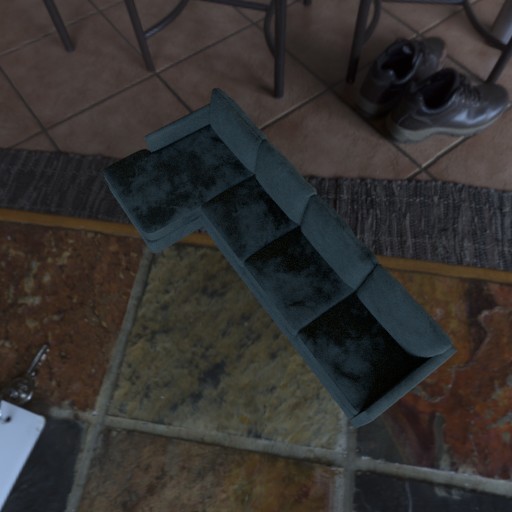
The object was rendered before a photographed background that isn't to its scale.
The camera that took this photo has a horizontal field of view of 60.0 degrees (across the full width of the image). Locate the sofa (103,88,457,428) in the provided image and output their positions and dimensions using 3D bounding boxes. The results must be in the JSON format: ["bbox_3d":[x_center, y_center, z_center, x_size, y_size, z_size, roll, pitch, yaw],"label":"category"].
[{"bbox_3d":[0.000,0.000,4.119,1.500,0.967,3.400,-32,68,-15],"label":"sofa"}]
